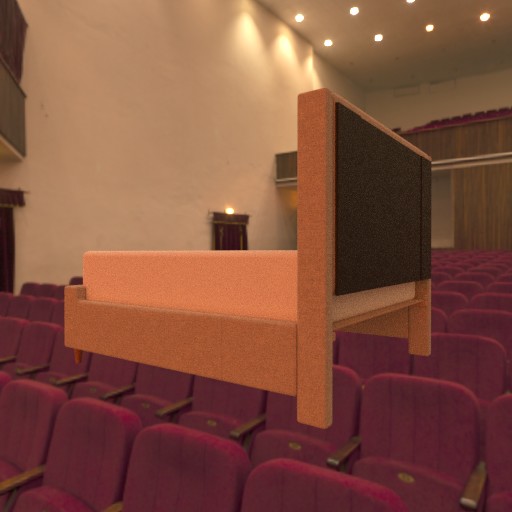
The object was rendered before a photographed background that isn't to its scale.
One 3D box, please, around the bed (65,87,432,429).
[{"bbox_3d":[0.000,0.000,3.733,2.370,1.743,2.045,0,1,35],"label":"bed"}]
